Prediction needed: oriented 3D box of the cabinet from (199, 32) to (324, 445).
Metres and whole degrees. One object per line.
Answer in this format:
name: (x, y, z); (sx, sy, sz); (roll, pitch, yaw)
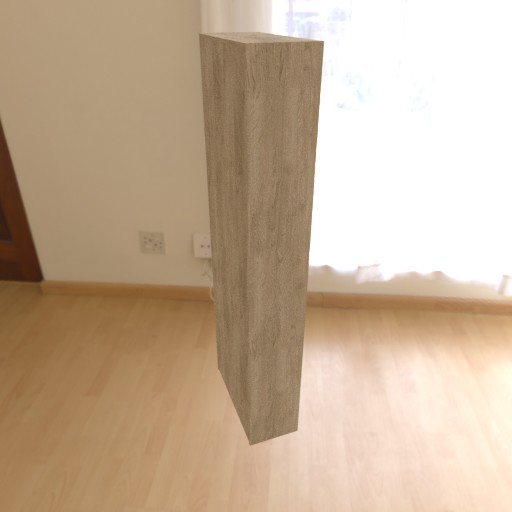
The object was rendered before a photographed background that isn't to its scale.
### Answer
cabinet: (0.000, 0.000, 1.834); (0.250, 1.630, 0.520); (-10, 31, -18)
